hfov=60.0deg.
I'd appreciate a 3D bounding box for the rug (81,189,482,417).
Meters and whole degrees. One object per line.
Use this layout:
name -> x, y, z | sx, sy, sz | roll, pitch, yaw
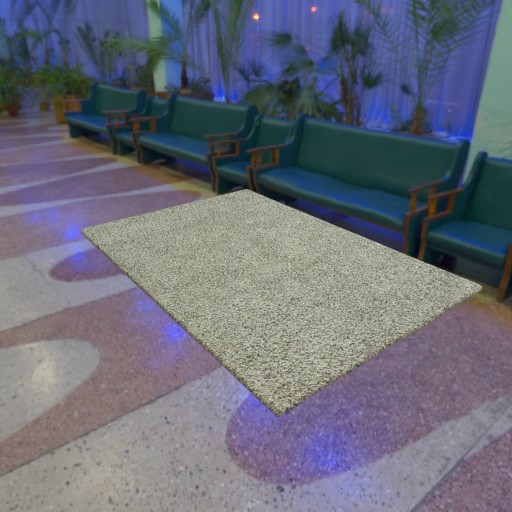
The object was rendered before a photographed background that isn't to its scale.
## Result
rug -> 0.000, 0.000, 2.294 | 1.219, 0.030, 1.778 | -19, 32, -33
